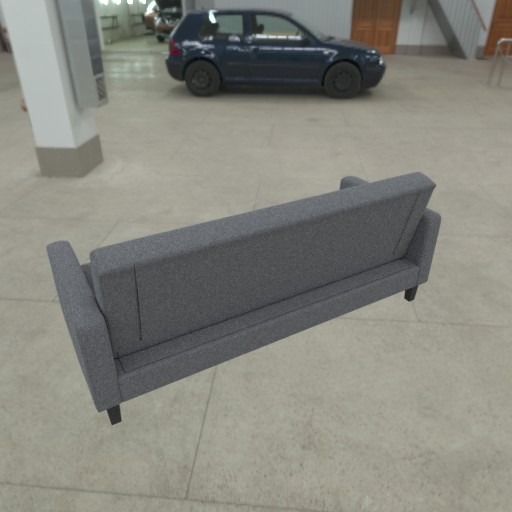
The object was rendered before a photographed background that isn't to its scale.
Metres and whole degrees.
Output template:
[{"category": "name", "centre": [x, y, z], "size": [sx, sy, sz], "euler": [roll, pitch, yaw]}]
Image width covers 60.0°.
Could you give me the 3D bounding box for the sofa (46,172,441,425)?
[{"category": "sofa", "centre": [0.000, 0.000, 2.477], "size": [2.040, 0.850, 0.810], "euler": [-16, 34, -26]}]
